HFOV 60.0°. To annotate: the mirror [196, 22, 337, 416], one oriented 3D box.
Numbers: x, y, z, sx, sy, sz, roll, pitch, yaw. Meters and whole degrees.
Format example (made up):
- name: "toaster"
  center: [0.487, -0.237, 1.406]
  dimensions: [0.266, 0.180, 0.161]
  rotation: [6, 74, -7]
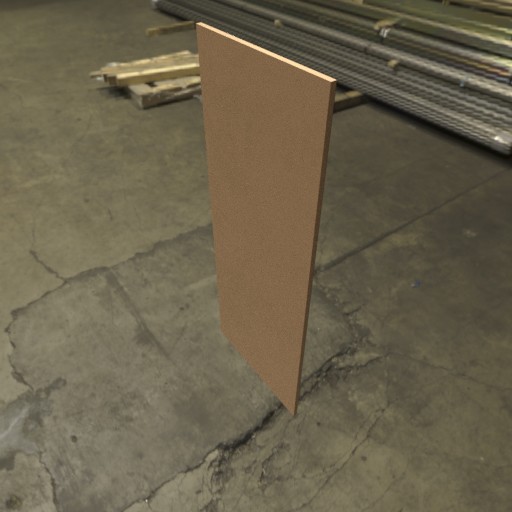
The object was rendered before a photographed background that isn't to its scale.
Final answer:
- name: "mirror"
  center: [0.000, 0.000, 2.287]
  dimensions: [0.026, 2.031, 0.812]
  rotation: [-26, 48, -26]
